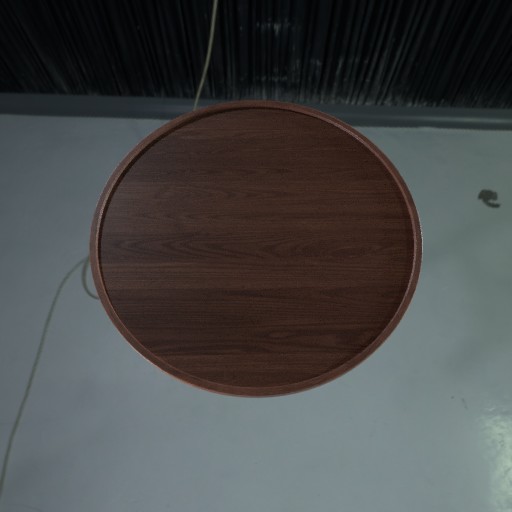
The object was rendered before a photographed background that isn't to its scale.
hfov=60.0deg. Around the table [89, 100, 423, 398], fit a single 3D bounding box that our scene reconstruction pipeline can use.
[{"bbox_3d":[0.000,0.000,1.239,0.800,0.360,0.800,0,65,0],"label":"table"}]
